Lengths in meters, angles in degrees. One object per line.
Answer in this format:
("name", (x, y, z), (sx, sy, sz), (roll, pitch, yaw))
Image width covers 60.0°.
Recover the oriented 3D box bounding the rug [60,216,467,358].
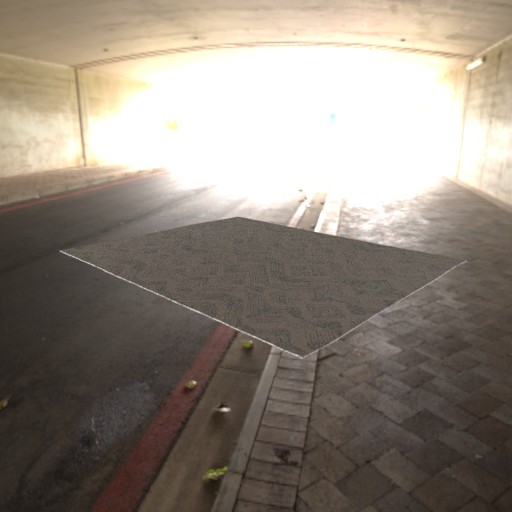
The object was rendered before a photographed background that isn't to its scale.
("rug", (0.000, 0.000, 4.184), (3.054, 0.030, 2.430), (15, 22, 42))
